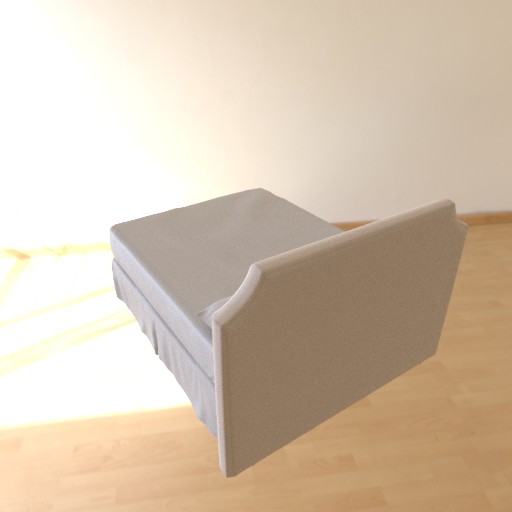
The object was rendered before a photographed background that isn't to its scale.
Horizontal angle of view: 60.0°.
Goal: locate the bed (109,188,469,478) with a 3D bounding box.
[{"bbox_3d":[0.000,0.000,3.329,1.828,1.297,2.164,-19,35,-29],"label":"bed"}]
